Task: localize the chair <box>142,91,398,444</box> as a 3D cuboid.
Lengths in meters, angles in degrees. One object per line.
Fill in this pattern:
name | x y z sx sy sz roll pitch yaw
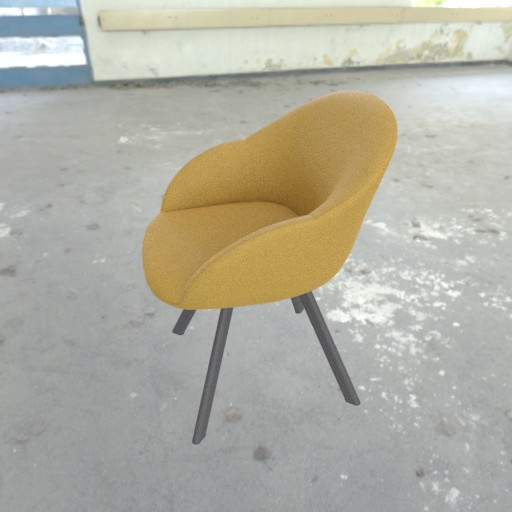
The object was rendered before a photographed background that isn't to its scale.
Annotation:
chair | 0.000 0.000 1.181 0.583 0.793 0.551 -8 33 -13
